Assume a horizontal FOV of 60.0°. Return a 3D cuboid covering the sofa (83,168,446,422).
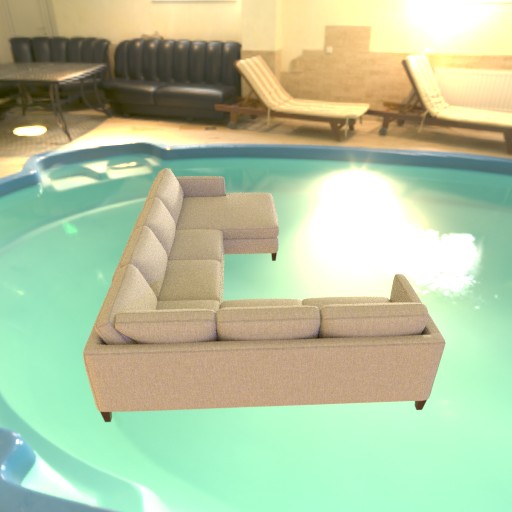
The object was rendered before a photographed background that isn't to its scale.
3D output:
[{"bbox_3d":[0.000,0.000,4.603,2.551,0.889,3.403,-1,30,-2],"label":"sofa"}]
